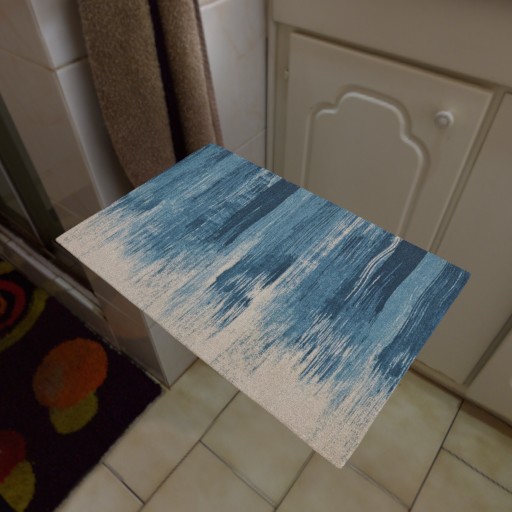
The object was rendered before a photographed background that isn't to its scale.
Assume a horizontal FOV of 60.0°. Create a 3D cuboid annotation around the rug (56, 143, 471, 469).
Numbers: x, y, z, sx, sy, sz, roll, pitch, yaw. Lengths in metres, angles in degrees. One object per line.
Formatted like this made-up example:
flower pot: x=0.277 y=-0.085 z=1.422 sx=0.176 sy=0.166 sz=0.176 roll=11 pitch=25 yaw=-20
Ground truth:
rug: x=0.000 y=0.000 z=2.324 sx=1.836 sy=0.009 sz=1.232 roll=32 pitch=55 yaw=26
